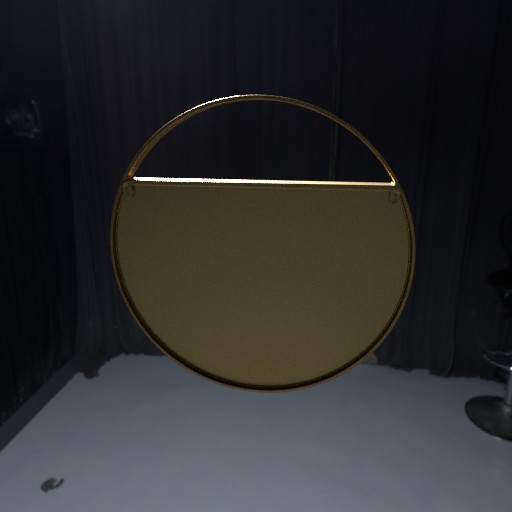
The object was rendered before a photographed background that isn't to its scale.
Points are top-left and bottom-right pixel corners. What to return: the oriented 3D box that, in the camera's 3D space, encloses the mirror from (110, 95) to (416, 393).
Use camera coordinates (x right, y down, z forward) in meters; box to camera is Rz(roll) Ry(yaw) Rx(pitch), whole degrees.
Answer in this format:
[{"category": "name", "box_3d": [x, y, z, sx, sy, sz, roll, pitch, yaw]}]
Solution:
[{"category": "mirror", "box_3d": [0.000, 0.000, 0.828, 0.565, 0.565, 0.032, 3, 17, 9]}]
